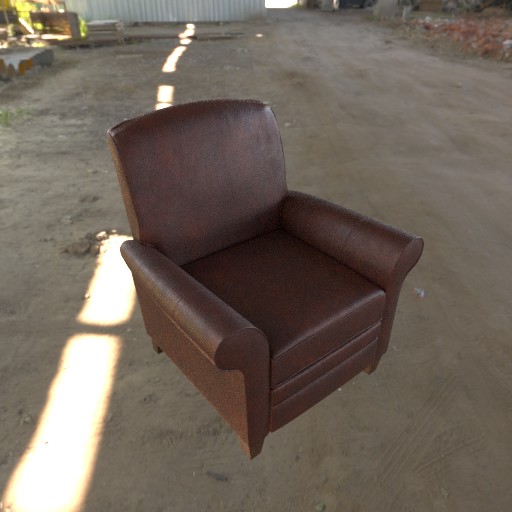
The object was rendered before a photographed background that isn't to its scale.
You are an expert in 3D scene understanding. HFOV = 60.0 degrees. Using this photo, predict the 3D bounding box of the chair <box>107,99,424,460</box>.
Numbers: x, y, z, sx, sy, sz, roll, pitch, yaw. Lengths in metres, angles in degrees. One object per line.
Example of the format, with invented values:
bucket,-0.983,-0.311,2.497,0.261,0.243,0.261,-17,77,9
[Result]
chair,0.000,0.000,1.780,0.978,1.061,0.902,-22,38,-32
